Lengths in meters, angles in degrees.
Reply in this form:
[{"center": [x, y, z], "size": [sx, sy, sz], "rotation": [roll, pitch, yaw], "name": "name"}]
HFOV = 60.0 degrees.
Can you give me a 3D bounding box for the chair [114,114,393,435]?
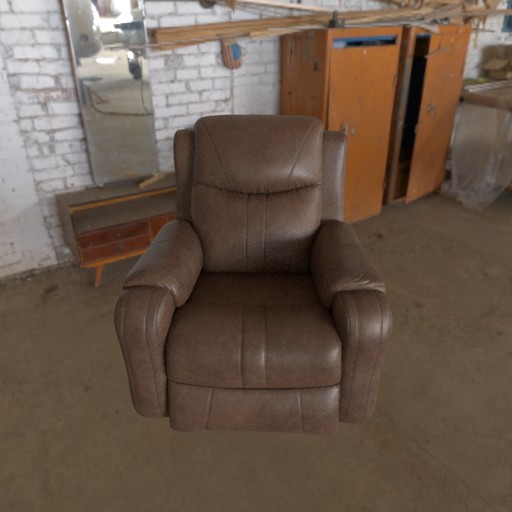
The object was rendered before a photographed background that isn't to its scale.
[{"center": [0.000, 0.000, 1.854], "size": [0.940, 0.990, 1.067], "rotation": [1, 29, 2], "name": "chair"}]
